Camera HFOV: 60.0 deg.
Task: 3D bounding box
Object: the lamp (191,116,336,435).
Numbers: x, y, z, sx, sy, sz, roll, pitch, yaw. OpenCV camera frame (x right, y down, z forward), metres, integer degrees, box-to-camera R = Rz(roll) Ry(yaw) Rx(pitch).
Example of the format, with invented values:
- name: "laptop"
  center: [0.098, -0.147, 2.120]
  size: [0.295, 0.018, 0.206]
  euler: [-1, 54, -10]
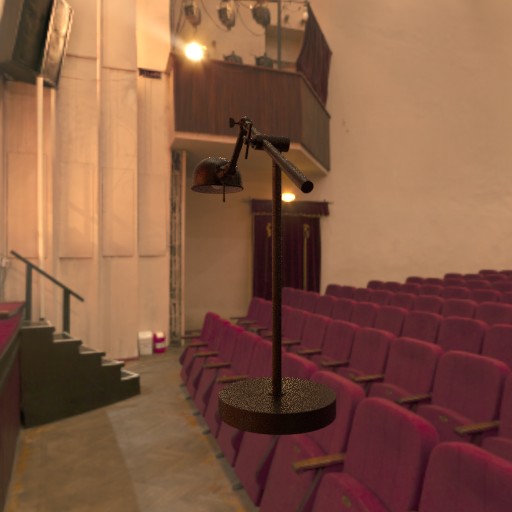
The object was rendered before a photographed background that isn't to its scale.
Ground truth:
- name: "lamp"
  center: [0.000, 0.000, 0.808]
  size: [0.185, 0.495, 0.567]
  euler: [0, 0, -18]
